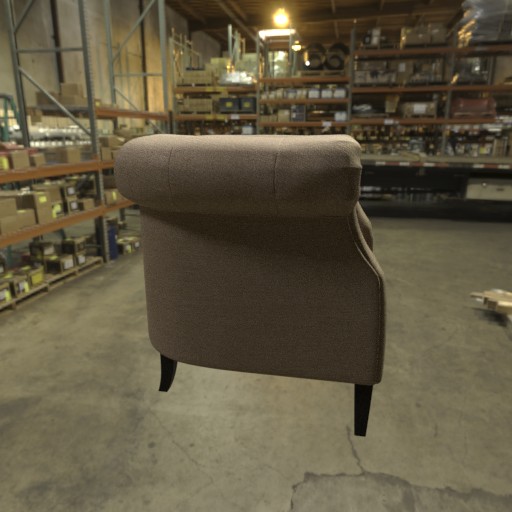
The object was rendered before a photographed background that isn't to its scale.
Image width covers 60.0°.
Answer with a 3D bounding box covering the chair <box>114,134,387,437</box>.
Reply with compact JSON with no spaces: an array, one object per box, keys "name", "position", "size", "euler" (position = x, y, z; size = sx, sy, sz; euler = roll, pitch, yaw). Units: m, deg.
[{"name":"chair","position":[0.000,0.000,1.559],"size":[0.852,0.827,0.905],"euler":[3,16,11]}]
